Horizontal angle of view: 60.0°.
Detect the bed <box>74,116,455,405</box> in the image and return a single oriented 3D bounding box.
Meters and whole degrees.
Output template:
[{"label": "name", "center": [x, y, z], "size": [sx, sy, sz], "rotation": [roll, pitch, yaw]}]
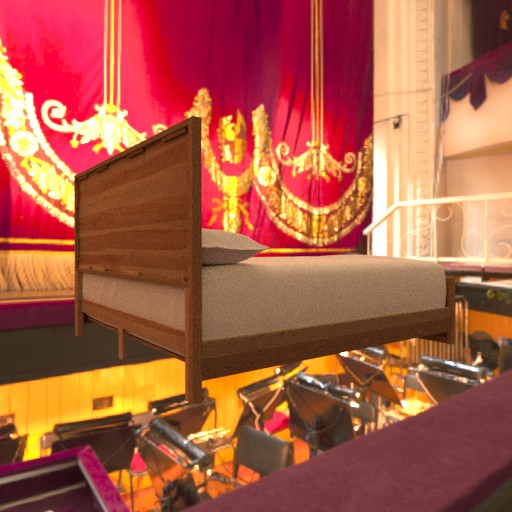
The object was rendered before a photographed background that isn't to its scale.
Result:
[{"label": "bed", "center": [0.000, 0.000, 3.439], "size": [2.184, 1.295, 2.013], "rotation": [-1, 1, -36]}]
